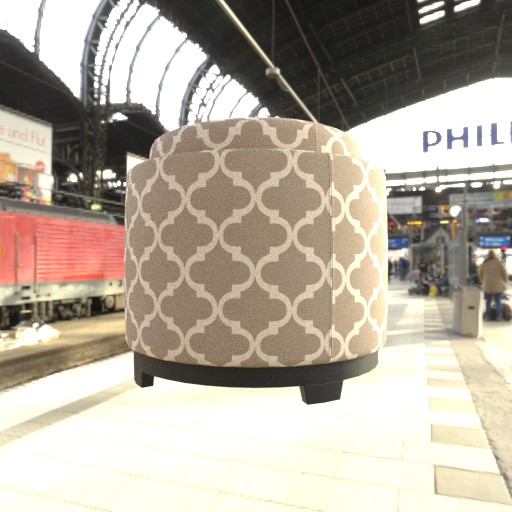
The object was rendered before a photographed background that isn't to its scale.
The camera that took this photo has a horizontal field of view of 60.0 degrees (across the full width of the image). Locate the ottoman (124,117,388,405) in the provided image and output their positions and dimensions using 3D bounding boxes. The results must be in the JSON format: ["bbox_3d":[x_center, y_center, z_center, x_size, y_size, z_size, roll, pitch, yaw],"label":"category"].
[{"bbox_3d":[0.000,0.000,0.841,0.480,0.429,0.480,0,-1,0],"label":"ottoman"}]
